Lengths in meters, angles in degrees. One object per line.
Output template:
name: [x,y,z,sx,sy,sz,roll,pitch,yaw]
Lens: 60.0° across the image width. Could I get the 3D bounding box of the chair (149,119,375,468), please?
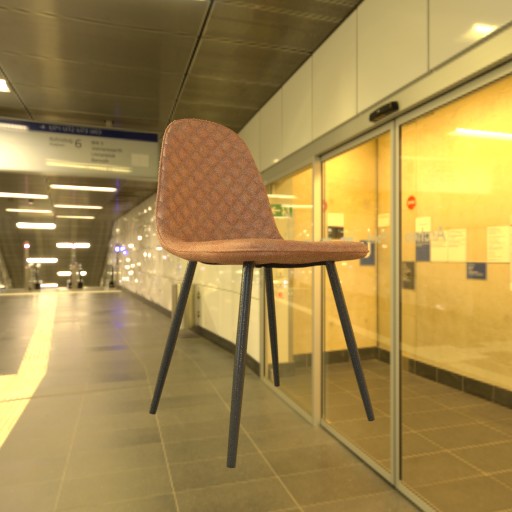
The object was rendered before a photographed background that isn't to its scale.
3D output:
chair: [0.000,0.000,1.238,0.472,0.889,0.561,0,0,-37]
